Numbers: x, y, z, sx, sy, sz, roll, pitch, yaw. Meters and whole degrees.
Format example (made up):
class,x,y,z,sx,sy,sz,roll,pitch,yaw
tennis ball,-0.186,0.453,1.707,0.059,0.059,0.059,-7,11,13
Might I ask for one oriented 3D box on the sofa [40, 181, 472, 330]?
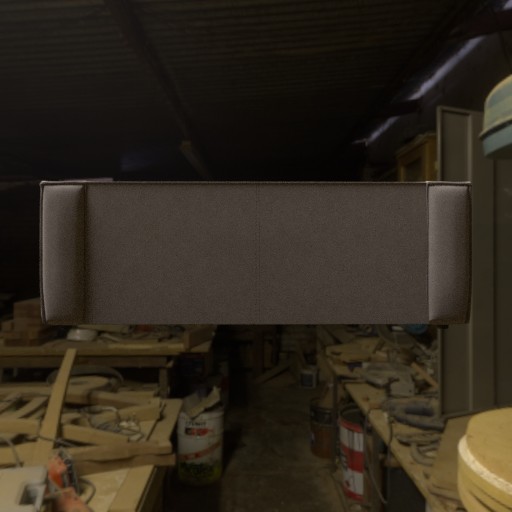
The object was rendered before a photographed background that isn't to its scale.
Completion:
class,x,y,z,sx,sy,sz,roll,pitch,yaw
sofa,0.000,0.000,2.474,1.995,0.680,1.038,0,0,-1
